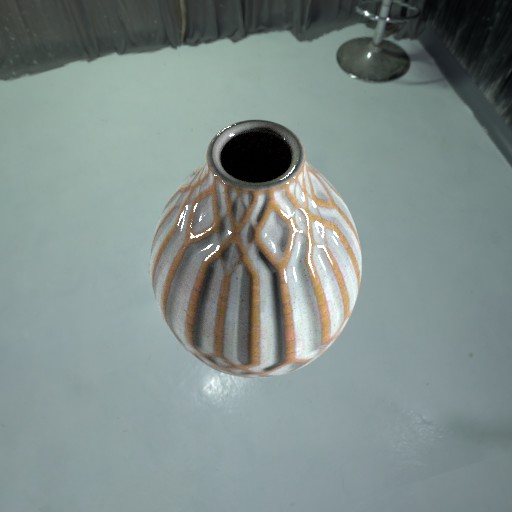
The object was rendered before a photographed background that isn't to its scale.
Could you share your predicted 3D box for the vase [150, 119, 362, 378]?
[{"bbox_3d":[0.000,0.000,0.271,0.131,0.175,0.131,0,58,0],"label":"vase"}]
